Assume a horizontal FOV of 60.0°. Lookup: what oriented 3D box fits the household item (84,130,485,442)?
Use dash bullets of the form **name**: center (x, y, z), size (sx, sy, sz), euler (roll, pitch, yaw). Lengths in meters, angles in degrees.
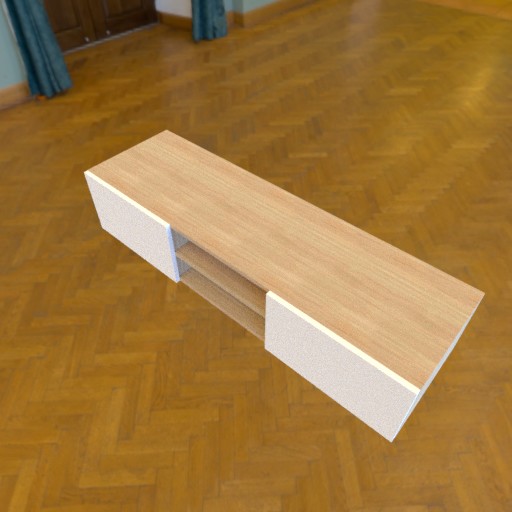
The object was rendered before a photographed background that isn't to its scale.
- **household item**: center (0.000, 0.000, 1.609), size (1.400, 0.310, 0.420), euler (32, 54, 27)
